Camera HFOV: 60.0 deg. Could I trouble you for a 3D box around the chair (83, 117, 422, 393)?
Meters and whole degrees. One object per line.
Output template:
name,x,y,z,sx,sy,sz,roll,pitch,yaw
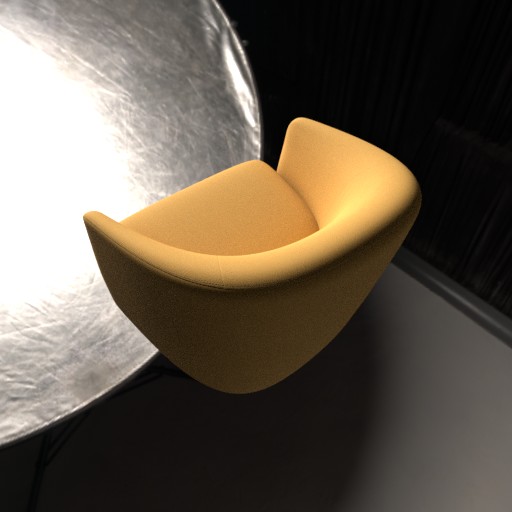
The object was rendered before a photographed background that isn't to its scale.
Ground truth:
chair,0.000,0.000,1.331,0.773,0.698,0.767,-31,53,-27
